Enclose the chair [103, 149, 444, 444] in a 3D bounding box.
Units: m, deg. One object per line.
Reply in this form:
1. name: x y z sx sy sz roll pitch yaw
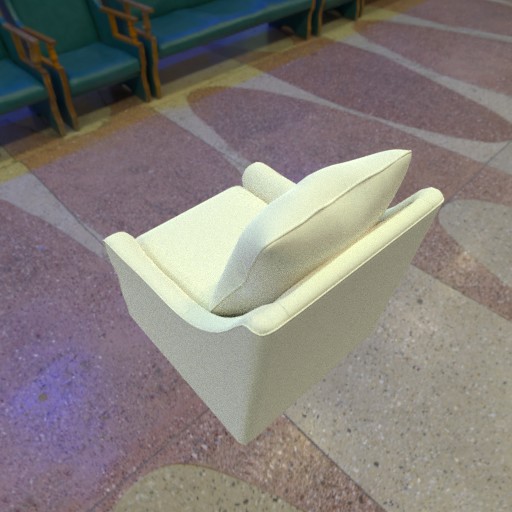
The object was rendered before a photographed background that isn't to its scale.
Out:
1. chair: 0.000 0.000 1.591 0.756 0.965 0.876 -33 54 -27
